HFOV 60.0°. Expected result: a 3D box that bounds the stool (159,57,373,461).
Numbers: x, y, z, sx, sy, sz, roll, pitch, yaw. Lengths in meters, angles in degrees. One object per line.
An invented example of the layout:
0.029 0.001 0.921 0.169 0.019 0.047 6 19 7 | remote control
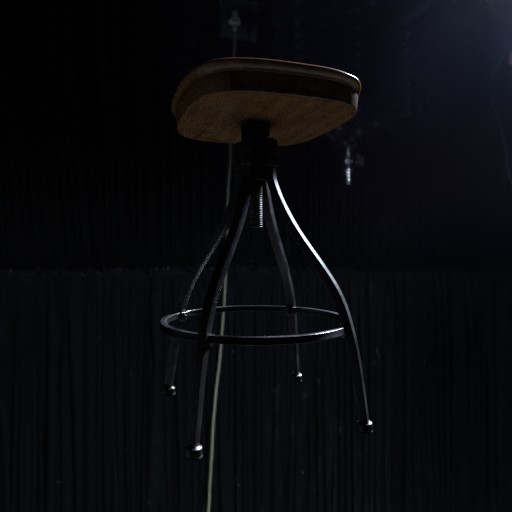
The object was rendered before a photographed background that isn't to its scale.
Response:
0.000 0.000 0.987 0.424 0.694 0.432 0 2 -18 | stool
